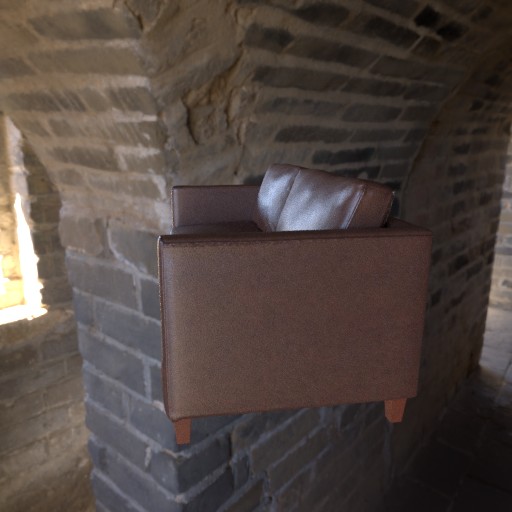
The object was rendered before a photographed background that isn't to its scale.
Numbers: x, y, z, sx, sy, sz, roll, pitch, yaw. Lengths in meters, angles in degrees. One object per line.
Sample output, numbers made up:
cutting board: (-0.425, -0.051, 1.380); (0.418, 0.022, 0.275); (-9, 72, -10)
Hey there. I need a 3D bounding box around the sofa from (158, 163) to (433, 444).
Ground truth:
sofa: (0.000, 0.000, 2.374); (0.951, 0.933, 1.883); (-2, 14, -9)
